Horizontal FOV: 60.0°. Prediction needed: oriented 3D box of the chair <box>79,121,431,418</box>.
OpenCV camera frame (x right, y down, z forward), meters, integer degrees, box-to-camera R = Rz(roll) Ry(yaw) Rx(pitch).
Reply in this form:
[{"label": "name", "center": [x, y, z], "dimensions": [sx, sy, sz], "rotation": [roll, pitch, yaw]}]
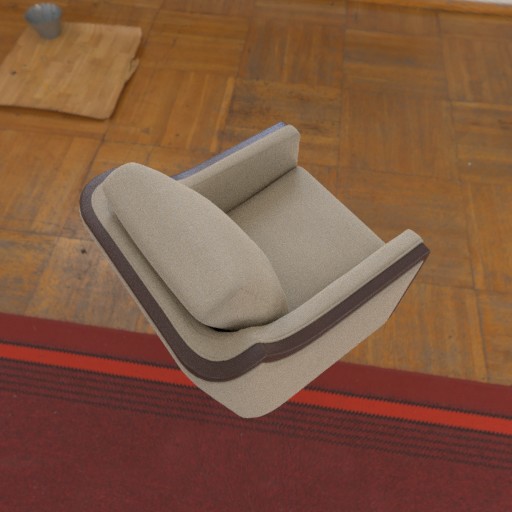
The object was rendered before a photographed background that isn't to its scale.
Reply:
[{"label": "chair", "center": [0.000, 0.000, 1.691], "dimensions": [0.950, 0.930, 0.870], "rotation": [-33, 64, -19]}]
